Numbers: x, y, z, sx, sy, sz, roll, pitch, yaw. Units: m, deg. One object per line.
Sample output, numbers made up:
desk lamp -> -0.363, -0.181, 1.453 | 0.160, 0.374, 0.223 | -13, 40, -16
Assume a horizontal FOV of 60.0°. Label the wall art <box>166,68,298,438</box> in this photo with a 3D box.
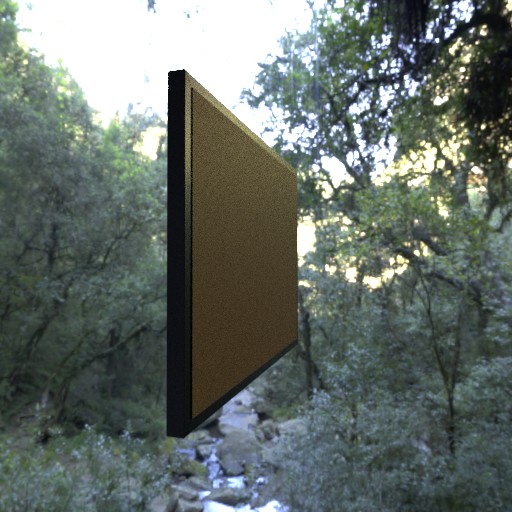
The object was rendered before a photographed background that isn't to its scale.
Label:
wall art -> 0.000, 0.000, 0.864 | 0.027, 0.458, 0.657 | 0, -1, 18
